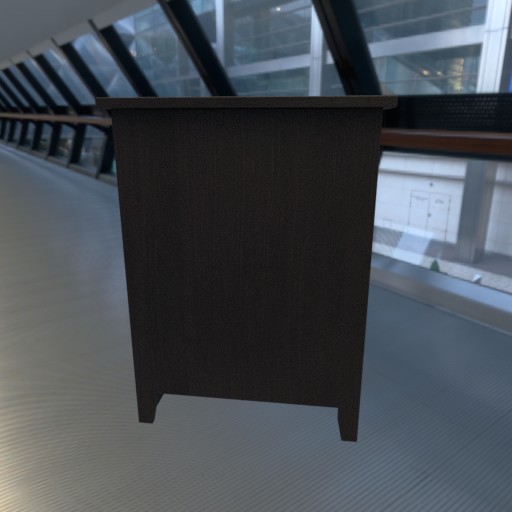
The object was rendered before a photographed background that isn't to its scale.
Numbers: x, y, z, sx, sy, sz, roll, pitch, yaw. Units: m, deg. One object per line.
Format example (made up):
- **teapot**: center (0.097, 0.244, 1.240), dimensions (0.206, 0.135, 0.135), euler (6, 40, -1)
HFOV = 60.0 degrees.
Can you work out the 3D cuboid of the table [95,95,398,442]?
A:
- **table**: center (0.000, 0.000, 0.965), dimensions (0.480, 0.635, 0.381), euler (2, 17, 7)
